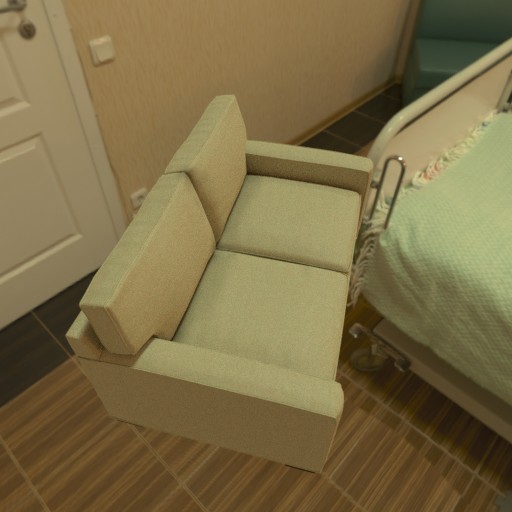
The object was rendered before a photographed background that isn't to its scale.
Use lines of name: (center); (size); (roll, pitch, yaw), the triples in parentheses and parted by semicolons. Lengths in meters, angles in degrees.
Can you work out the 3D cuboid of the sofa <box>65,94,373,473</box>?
sofa: (0.000, 0.000, 2.054); (0.942, 0.853, 1.484); (11, 48, 10)
